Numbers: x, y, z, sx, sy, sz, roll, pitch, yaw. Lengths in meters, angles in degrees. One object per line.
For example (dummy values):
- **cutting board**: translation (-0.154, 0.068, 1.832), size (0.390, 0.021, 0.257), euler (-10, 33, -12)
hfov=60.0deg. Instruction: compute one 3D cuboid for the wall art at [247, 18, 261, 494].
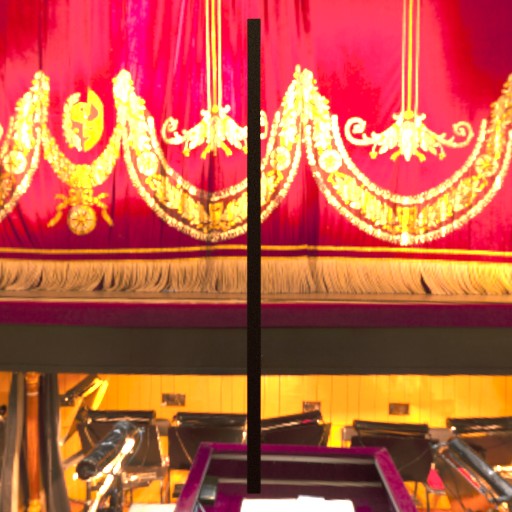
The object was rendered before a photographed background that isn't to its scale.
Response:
- **wall art**: translation (0.000, 0.000, 1.345), size (0.030, 1.027, 0.774), euler (0, 0, 1)
